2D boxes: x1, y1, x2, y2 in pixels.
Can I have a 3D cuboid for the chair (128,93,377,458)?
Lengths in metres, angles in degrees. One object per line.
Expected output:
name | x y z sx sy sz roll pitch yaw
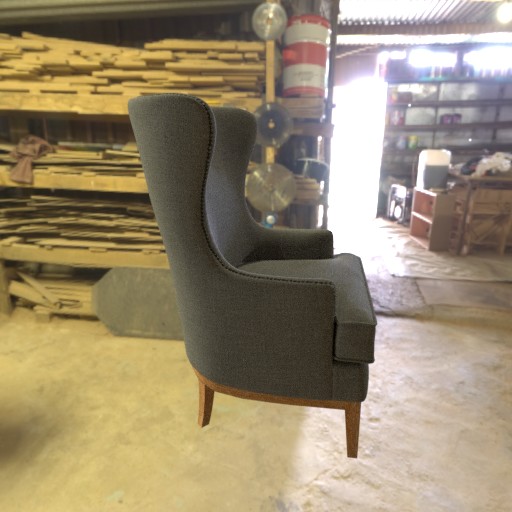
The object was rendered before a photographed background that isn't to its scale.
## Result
chair | 0.000 0.000 1.775 0.883 1.176 0.864 2 16 9
